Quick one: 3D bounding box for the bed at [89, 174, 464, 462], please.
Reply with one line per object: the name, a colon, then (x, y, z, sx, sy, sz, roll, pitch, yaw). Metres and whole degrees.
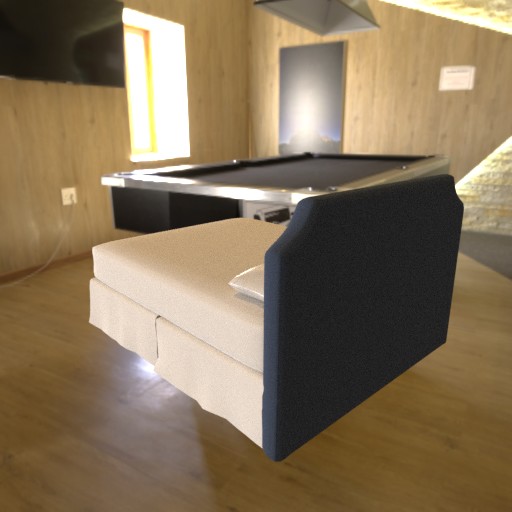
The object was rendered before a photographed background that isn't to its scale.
bed: (0.000, 0.000, 3.334, 1.831, 1.297, 2.260, -15, 23, -41)
